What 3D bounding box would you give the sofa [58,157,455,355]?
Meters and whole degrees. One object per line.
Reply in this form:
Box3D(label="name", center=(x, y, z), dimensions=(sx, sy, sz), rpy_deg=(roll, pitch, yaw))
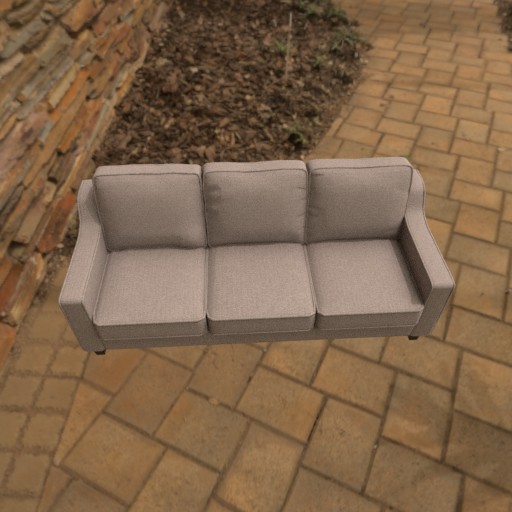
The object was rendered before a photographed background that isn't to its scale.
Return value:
Box3D(label="sofa", center=(0.000, 0.000, 2.727), dimensions=(2.129, 0.950, 0.899), rpy_deg=(-2, 46, -2))
